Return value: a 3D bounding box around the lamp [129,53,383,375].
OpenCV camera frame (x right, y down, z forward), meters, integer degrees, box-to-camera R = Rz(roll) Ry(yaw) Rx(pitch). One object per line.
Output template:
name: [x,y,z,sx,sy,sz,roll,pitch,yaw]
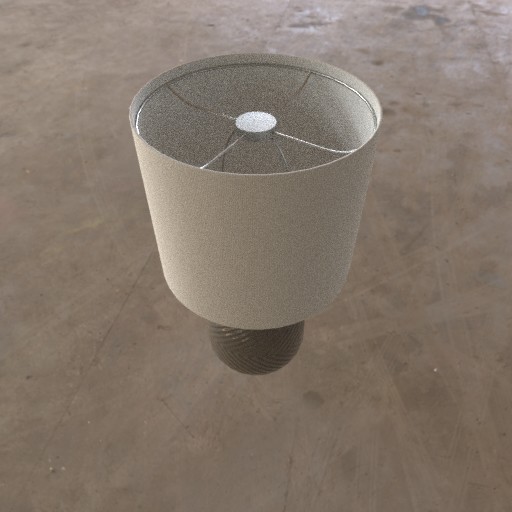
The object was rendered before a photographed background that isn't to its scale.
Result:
lamp: [0.000,0.000,0.498,0.207,0.366,0.207,25,51,22]
